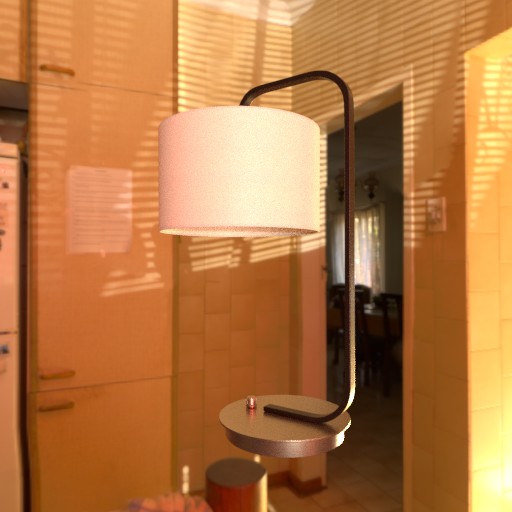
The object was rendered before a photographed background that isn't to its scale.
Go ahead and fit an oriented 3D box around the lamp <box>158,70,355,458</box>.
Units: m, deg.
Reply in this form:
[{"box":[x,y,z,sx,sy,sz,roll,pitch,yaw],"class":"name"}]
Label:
[{"box":[0.000,0.000,0.624,0.288,0.473,0.230,0,-1,35],"class":"lamp"}]
